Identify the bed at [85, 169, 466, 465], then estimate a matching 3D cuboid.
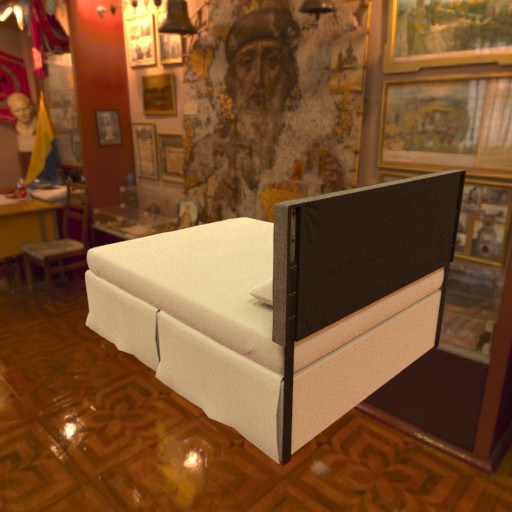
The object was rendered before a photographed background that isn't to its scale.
[{"bbox_3d":[0.000,0.000,2.951,1.621,1.168,1.958,-16,24,-42],"label":"bed"}]
